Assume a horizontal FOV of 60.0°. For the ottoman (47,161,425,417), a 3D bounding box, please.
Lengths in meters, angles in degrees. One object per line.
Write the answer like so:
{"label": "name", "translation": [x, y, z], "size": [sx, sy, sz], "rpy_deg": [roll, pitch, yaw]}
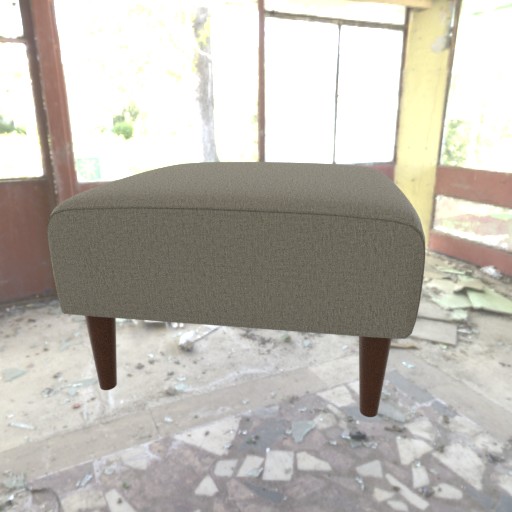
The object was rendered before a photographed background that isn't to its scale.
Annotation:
{"label": "ottoman", "translation": [0.000, 0.000, 1.046], "size": [0.648, 0.399, 0.655], "rpy_deg": [3, 18, 9]}
